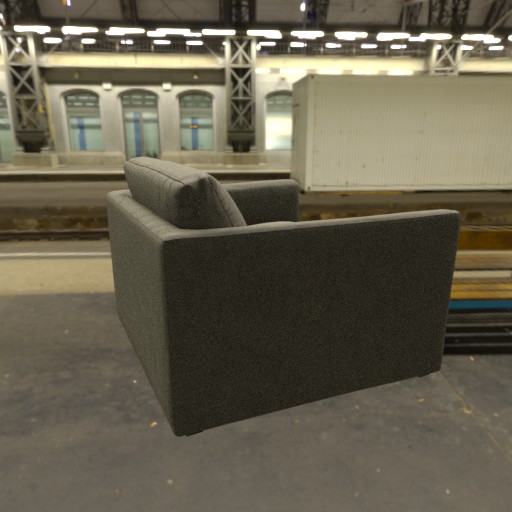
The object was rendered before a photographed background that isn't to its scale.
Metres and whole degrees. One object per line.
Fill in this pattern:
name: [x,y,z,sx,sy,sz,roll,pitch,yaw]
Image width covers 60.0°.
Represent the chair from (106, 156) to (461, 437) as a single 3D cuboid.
chair: [0.000,0.000,1.914,1.091,0.845,1.190,-8,18,-25]
